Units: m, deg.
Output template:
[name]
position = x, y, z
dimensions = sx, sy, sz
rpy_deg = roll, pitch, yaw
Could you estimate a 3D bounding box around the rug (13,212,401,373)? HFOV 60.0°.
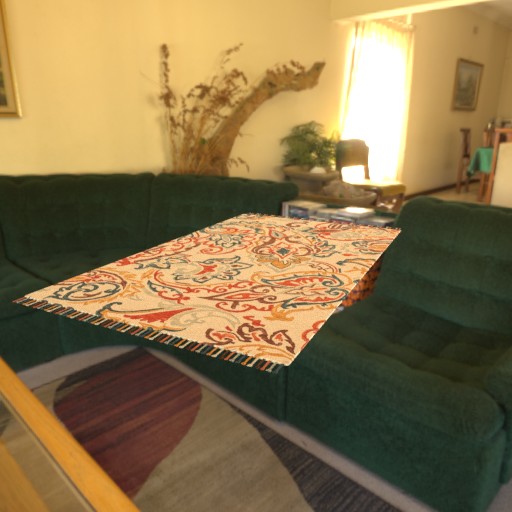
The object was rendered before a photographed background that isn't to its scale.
[rug]
position = 0.000, 0.000, 3.061
dimensions = 1.523, 0.010, 2.584
rpy_deg = 8, 19, 26
